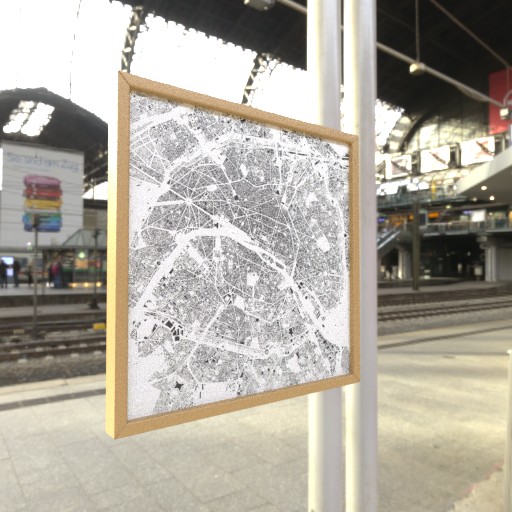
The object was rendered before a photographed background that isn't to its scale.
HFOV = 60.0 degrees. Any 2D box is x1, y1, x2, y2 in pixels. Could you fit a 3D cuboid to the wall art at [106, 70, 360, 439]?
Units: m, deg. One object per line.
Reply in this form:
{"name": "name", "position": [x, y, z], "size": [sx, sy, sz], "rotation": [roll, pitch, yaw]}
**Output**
{"name": "wall art", "position": [0.000, 0.000, 0.776], "size": [0.509, 0.509, 0.036], "rotation": [1, -2, -37]}
